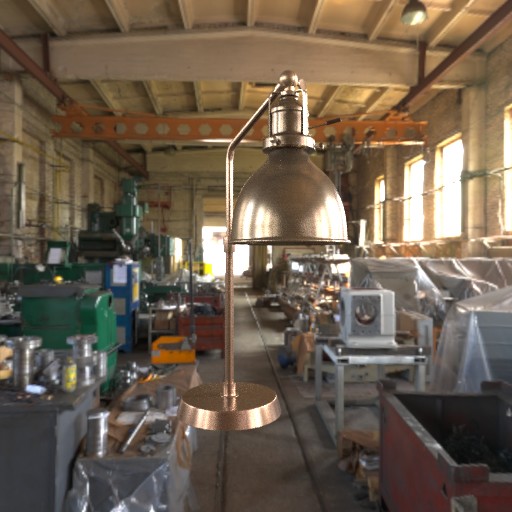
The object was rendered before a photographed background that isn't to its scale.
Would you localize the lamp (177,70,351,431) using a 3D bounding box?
[{"bbox_3d":[0.000,0.000,0.600,0.153,0.456,0.286,0,0,-36],"label":"lamp"}]
